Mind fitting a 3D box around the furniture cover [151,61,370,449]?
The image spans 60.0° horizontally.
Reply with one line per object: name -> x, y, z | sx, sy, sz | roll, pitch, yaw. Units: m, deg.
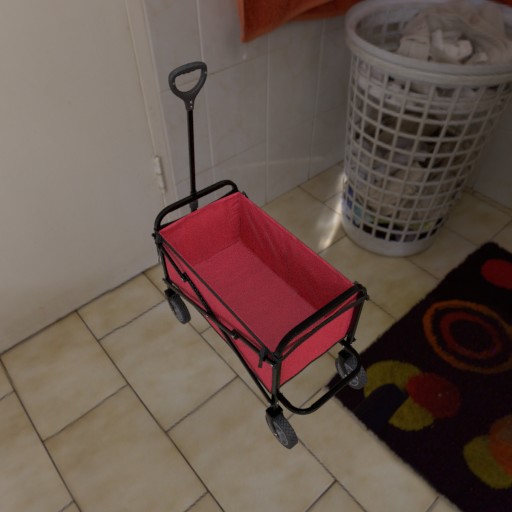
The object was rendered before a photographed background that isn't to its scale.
furniture cover -> 0.000, 0.000, 1.783 | 0.532, 1.295, 1.038 | -30, 54, -25
